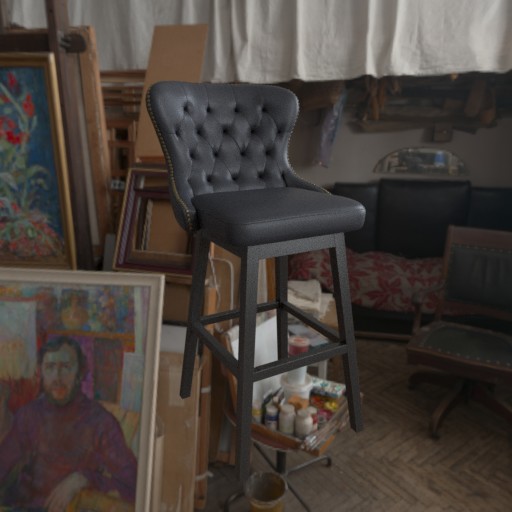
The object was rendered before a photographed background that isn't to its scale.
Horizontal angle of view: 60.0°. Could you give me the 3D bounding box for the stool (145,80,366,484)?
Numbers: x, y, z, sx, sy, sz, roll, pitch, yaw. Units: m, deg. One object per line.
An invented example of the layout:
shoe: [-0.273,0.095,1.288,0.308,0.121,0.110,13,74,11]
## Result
stool: [0.000,0.000,1.387,0.528,1.050,0.601,-9,19,-28]
